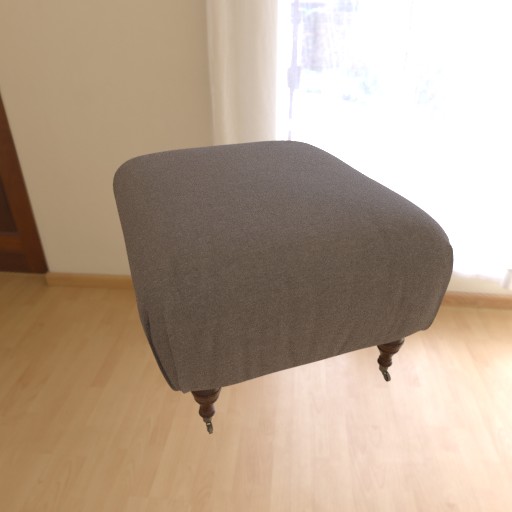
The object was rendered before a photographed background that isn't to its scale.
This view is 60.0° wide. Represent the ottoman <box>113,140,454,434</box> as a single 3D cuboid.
[{"bbox_3d":[0.000,0.000,1.120,0.622,0.450,0.747,-10,32,-17],"label":"ottoman"}]
